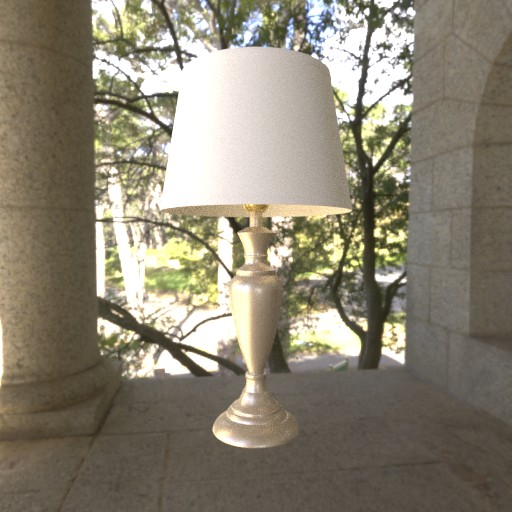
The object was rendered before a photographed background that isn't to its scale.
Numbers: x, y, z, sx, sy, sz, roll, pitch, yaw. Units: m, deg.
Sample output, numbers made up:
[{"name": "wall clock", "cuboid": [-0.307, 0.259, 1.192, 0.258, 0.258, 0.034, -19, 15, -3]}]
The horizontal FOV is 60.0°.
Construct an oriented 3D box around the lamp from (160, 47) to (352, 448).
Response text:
[{"name": "lamp", "cuboid": [0.000, 0.000, 0.775, 0.328, 0.612, 0.328, 0, 2, 0]}]
